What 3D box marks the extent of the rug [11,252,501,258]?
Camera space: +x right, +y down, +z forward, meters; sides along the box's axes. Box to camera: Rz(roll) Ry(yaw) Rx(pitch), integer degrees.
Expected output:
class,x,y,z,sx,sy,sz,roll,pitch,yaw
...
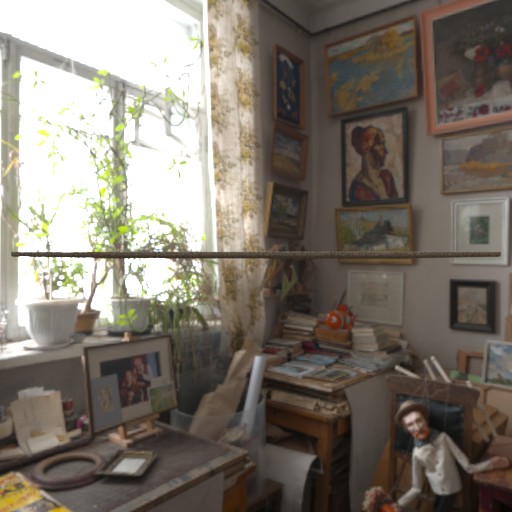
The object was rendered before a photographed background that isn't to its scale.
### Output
class,x,y,z,sx,sy,sz,roll,pitch,yaw
rug,0.000,0.000,2.872,2.346,0.025,1.500,0,-1,0
